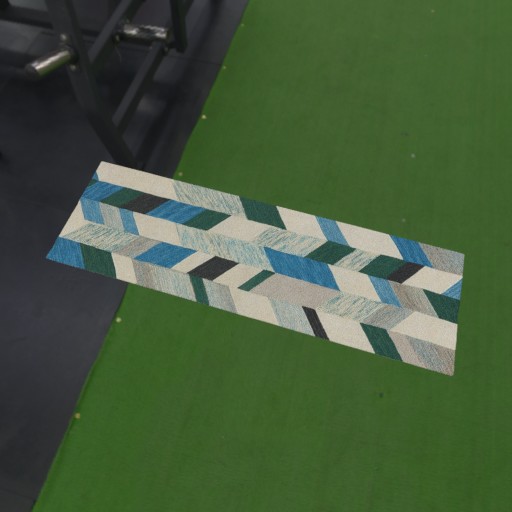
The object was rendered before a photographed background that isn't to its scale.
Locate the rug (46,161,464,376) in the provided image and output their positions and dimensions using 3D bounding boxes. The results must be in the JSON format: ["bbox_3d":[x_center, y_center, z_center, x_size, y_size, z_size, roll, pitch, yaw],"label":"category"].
[{"bbox_3d":[0.000,0.000,2.695,2.437,0.008,0.774,15,64,8],"label":"rug"}]
